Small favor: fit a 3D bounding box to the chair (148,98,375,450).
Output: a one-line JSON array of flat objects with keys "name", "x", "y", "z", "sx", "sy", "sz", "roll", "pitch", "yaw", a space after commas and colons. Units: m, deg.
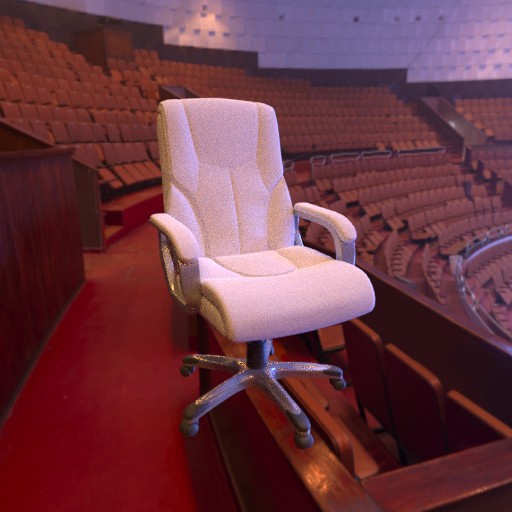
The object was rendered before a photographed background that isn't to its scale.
[{"name": "chair", "x": 0.000, "y": 0.000, "z": 1.593, "sx": 0.687, "sy": 1.120, "sz": 0.738, "roll": -8, "pitch": 17, "yaw": -26}]
